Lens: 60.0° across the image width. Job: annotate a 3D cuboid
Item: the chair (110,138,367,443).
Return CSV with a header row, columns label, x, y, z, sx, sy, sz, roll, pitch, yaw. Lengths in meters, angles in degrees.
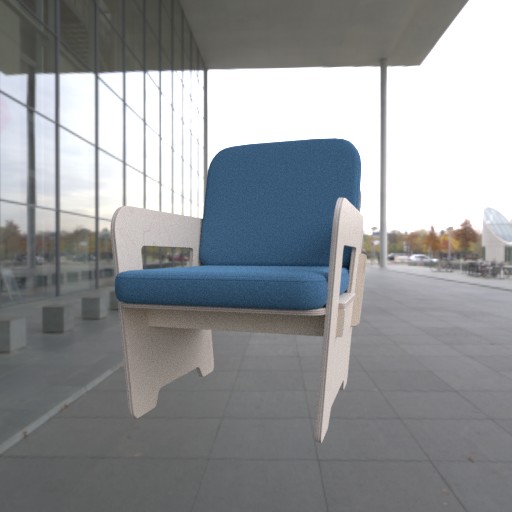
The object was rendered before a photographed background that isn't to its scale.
label,x,y,z,sx,sy,sz,roll,pitch,yaw
chair,0.000,0.000,1.187,0.547,0.747,0.657,0,0,18
